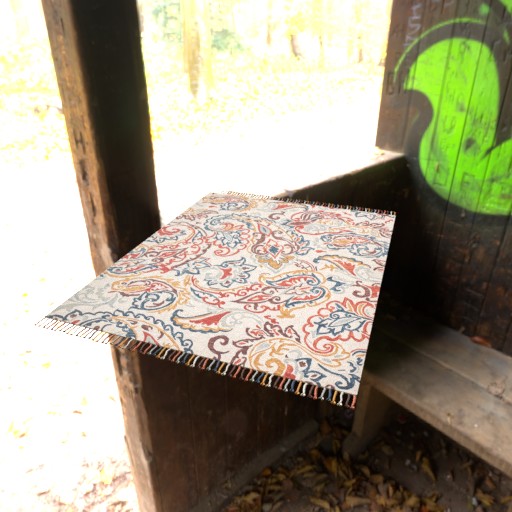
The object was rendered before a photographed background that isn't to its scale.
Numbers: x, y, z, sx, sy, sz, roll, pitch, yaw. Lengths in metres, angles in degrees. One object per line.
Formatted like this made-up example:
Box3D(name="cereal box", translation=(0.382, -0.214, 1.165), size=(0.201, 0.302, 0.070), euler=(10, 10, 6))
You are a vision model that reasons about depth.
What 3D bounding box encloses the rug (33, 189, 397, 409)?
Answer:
Box3D(name="rug", translation=(0.000, 0.000, 4.377), size=(2.439, 0.015, 3.274), euler=(10, 29, 17))
